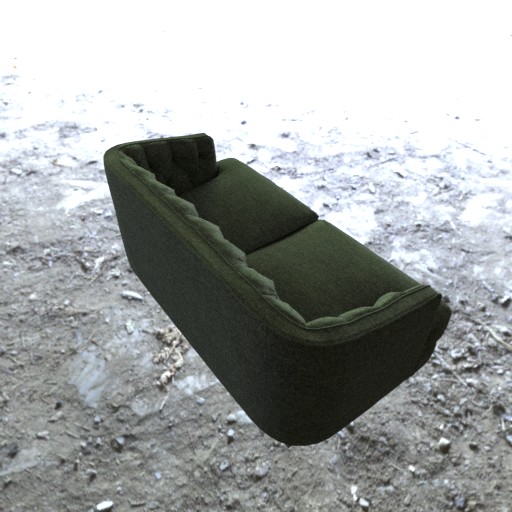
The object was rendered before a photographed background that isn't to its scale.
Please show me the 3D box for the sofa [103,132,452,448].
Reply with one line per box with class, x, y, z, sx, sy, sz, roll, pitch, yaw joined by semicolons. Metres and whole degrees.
sofa;0.000;0.000;2.271;0.941;0.855;1.733;-27;48;-27
